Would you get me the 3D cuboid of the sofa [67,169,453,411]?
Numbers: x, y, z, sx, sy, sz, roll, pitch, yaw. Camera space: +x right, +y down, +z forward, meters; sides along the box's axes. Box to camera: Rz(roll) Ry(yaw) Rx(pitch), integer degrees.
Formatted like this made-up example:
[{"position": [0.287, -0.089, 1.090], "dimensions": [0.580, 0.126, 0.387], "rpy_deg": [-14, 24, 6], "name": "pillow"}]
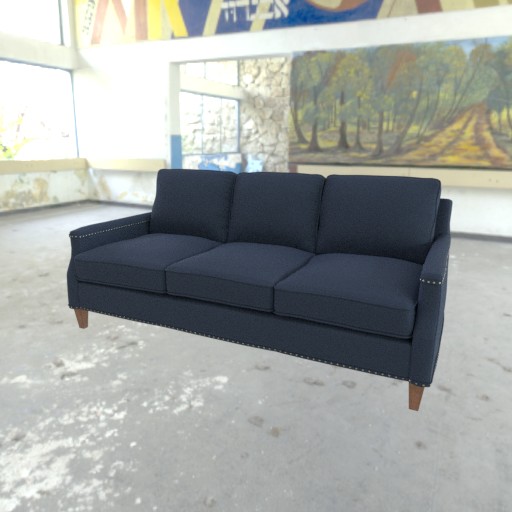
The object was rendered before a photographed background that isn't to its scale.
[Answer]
[{"position": [0.000, 0.000, 2.799], "dimensions": [2.246, 1.003, 1.084], "rpy_deg": [7, 16, 25], "name": "sofa"}]
